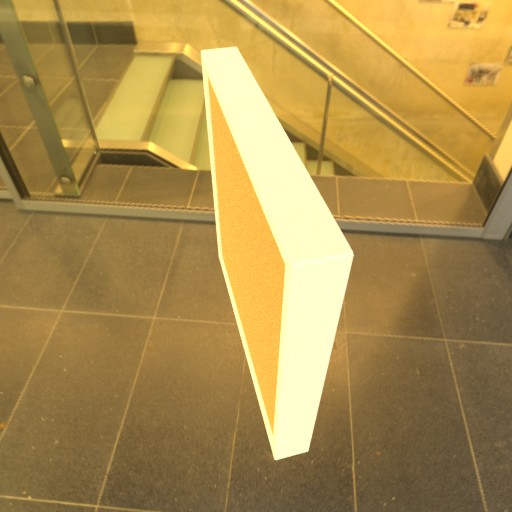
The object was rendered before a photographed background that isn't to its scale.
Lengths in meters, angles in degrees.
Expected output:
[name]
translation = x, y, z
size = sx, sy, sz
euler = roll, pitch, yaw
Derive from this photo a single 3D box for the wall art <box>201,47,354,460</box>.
[wall art]
translation = 0.000, 0.000, 0.460
size = 0.038, 0.305, 0.305
euler = -11, 47, -10
